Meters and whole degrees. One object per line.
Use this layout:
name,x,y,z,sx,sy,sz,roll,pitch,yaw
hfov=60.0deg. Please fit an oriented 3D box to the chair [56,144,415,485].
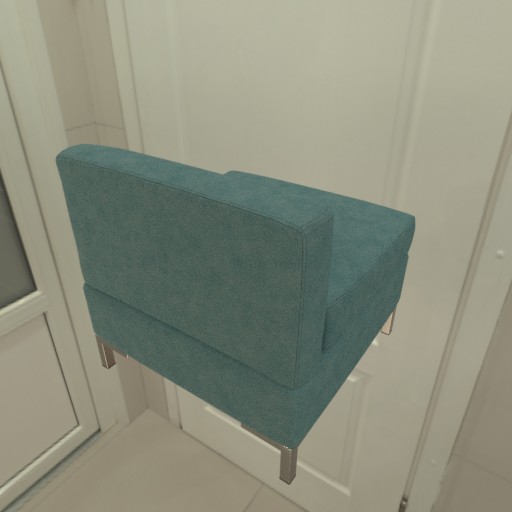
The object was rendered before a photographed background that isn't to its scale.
chair,0.000,0.000,1.221,0.684,0.660,0.685,20,36,29
